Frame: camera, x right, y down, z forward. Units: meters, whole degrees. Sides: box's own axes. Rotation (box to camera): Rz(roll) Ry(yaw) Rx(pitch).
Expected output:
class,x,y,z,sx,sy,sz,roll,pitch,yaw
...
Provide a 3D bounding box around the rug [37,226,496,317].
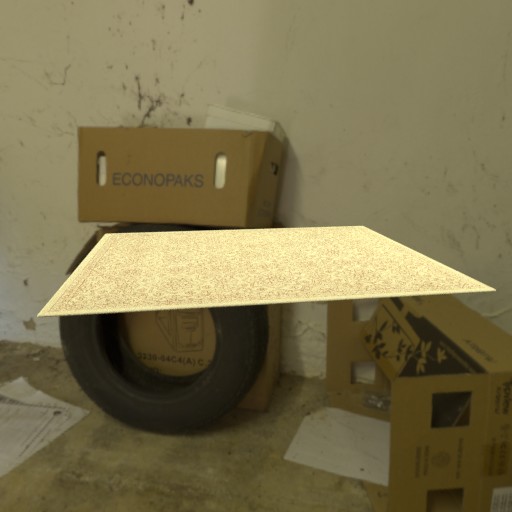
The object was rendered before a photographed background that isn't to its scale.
class,x,y,z,sx,sy,sz,roll,pitch,yaw
rug,0.000,0.000,4.056,3.050,0.015,2.441,-2,15,-9
